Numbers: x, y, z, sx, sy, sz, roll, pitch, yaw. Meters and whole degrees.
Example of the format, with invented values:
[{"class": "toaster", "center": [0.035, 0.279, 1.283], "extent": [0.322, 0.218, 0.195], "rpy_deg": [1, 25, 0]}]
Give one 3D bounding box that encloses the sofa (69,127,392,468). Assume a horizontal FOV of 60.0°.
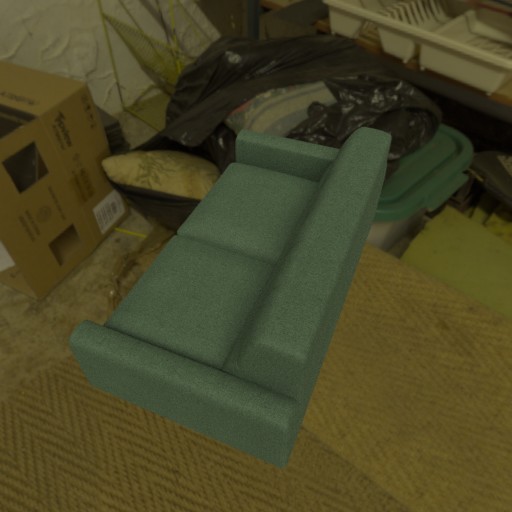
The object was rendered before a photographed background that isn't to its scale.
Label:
[{"class": "sofa", "center": [0.000, 0.000, 2.158], "extent": [0.909, 0.841, 1.631], "rpy_deg": [17, 49, 15]}]
